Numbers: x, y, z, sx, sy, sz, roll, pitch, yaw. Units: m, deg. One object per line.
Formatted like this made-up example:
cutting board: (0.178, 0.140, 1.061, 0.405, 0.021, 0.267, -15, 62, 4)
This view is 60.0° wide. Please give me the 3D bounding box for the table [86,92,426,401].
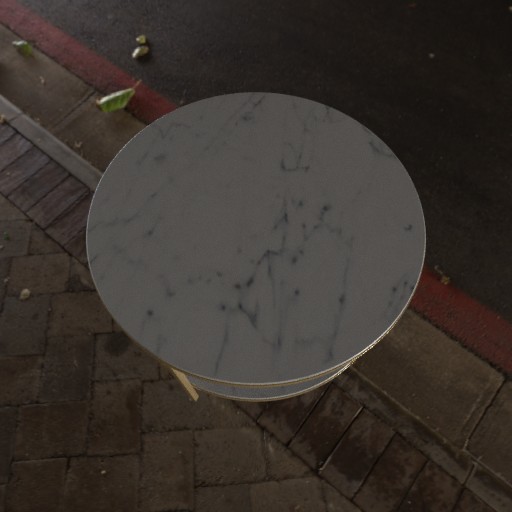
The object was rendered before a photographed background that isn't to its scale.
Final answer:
table: (0.000, 0.000, 1.253, 0.800, 0.450, 0.800, 0, 63, 0)
